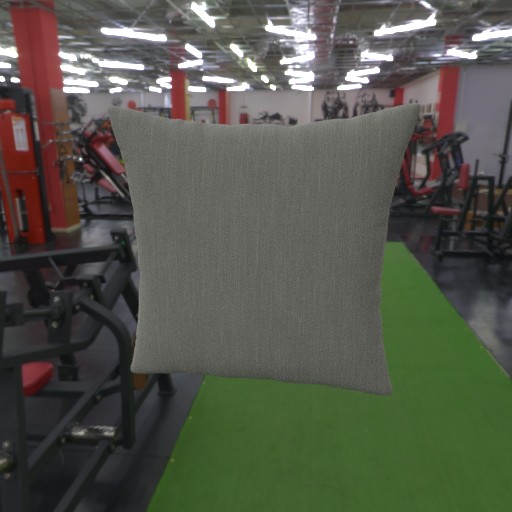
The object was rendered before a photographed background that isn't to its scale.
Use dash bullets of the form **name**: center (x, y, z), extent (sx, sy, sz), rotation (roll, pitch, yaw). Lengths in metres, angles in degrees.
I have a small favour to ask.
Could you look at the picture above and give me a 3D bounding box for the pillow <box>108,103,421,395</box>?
- **pillow**: center (0.000, 0.000, 0.785), extent (0.511, 0.509, 0.161), rotation (3, 16, 9)
